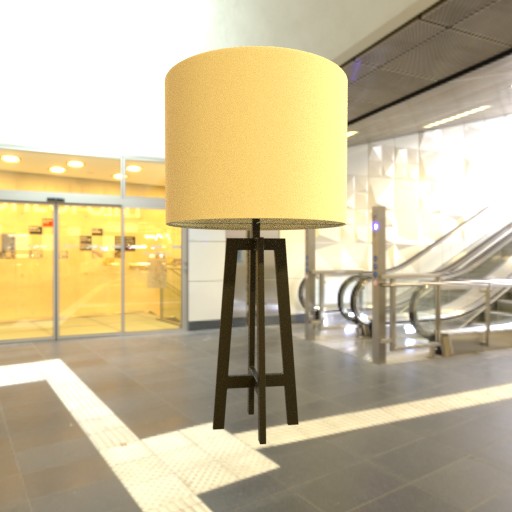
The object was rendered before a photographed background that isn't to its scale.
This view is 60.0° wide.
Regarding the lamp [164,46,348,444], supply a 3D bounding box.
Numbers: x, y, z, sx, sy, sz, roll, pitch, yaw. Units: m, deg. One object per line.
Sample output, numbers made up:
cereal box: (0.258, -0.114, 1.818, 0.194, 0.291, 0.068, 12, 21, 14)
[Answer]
lamp: (0.000, 0.000, 0.637, 0.257, 0.489, 0.257, 0, 0, 36)
